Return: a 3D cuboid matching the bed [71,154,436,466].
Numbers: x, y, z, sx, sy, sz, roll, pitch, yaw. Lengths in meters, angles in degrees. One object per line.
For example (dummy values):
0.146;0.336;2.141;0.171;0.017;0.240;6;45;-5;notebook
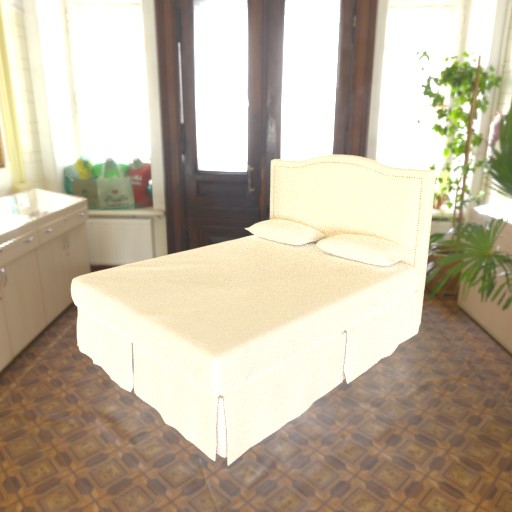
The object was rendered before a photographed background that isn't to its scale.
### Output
0.000;0.000;3.424;2.282;1.436;1.821;-15;22;-42;bed
